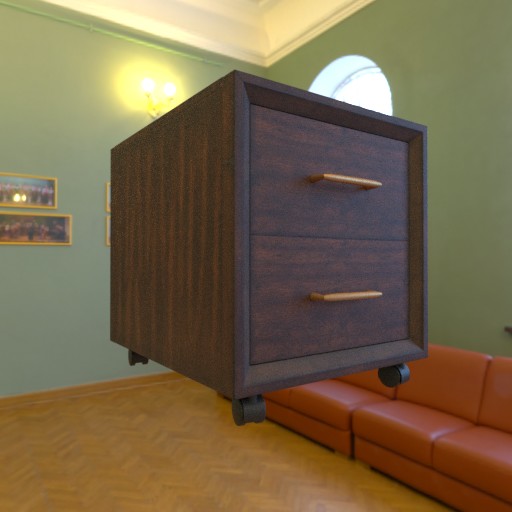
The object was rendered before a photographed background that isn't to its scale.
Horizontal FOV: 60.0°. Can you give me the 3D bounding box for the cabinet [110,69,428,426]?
[{"bbox_3d":[0.000,0.000,0.851,0.402,0.455,0.500,0,-1,-35],"label":"cabinet"}]
